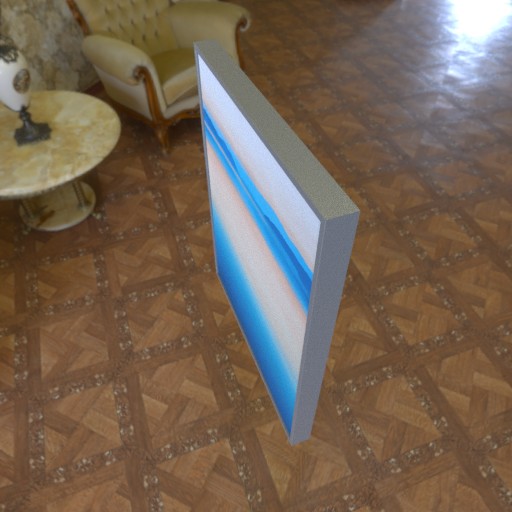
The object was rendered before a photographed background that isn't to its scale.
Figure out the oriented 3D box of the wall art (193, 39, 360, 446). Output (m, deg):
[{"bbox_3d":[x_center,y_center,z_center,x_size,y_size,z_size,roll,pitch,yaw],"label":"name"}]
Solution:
[{"bbox_3d":[0.000,0.000,0.762,0.037,0.554,0.453,-16,48,-14],"label":"wall art"}]
